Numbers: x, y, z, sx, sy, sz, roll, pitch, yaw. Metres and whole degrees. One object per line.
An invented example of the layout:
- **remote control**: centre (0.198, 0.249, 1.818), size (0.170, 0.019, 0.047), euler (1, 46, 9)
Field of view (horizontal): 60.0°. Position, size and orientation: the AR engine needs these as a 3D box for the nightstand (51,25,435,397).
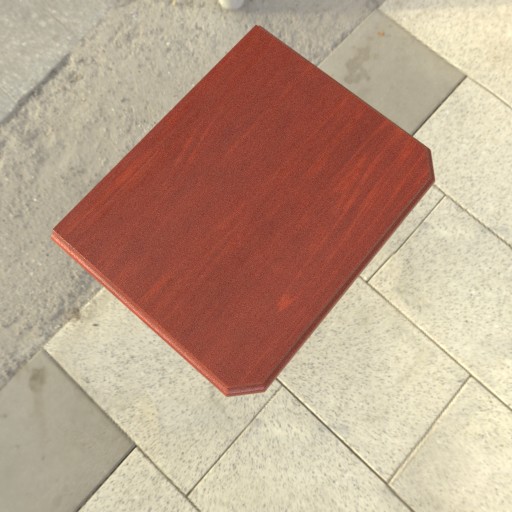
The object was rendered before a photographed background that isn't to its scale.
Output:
- **nightstand**: centre (0.000, 0.000, 0.921), size (0.351, 0.681, 0.435), euler (40, 80, 8)
